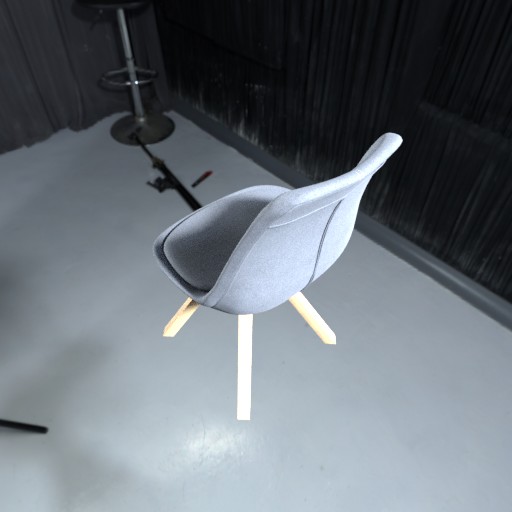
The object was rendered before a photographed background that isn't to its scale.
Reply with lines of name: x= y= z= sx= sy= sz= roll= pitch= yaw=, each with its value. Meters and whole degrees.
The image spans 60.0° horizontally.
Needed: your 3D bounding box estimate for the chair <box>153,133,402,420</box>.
chair: x=0.000 y=0.000 z=1.196 sx=0.474 sy=0.863 sz=0.549 roll=-33 pitch=55 yaw=-27
